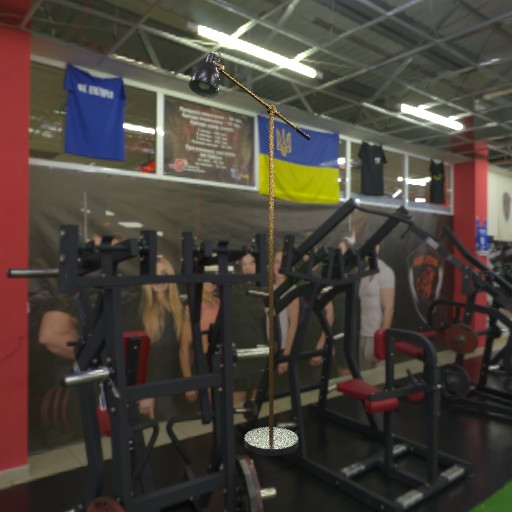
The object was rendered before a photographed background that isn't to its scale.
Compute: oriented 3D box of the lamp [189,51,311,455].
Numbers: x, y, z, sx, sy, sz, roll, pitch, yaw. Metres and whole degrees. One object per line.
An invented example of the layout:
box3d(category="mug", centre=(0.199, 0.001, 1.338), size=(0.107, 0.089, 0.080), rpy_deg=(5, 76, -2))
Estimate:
box3d(category="lamp", centre=(0.000, 0.000, 1.874), size=(0.618, 1.628, 0.235), rpy_deg=(0, 0, -36))
